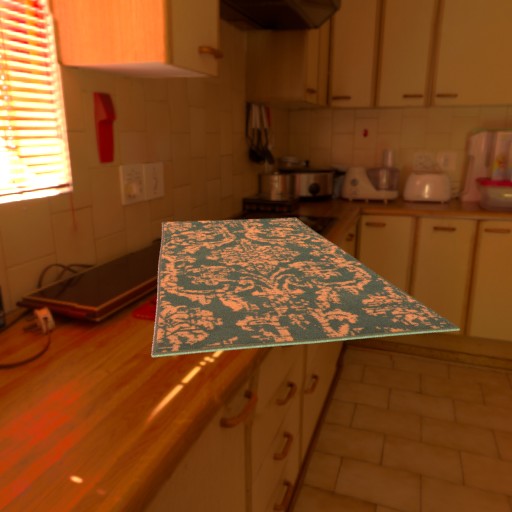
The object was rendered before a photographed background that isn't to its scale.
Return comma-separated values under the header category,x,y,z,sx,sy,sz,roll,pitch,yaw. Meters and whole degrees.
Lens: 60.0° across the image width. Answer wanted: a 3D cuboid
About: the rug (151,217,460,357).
category,x,y,z,sx,sy,sz,roll,pitch,yaw
rug,0.000,0.000,1.409,0.604,0.007,1.219,-3,16,-10
